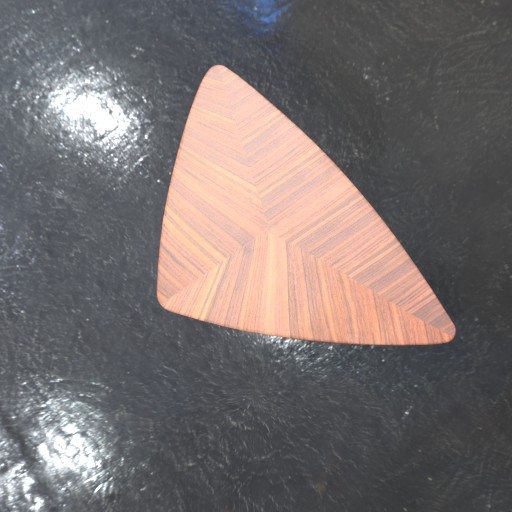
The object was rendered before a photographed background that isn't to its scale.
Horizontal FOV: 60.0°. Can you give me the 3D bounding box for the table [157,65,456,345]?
[{"bbox_3d":[0.000,0.000,1.335,0.601,0.365,1.008,-36,76,-10],"label":"table"}]
